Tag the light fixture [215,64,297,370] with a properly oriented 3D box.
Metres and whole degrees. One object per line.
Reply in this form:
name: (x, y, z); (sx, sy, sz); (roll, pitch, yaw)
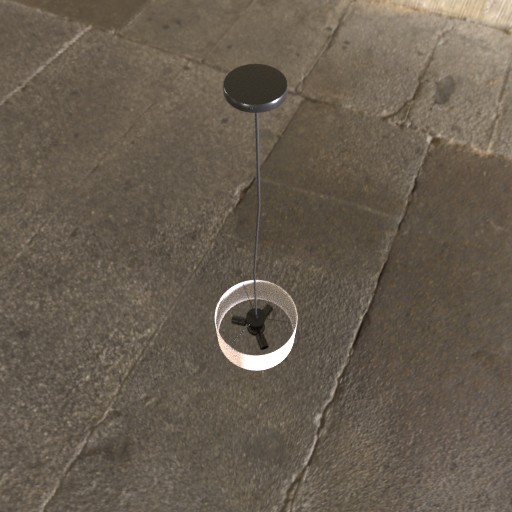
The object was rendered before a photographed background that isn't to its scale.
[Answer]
light fixture: (0.000, 0.000, 1.674); (0.399, 1.516, 0.399); (0, 58, 0)
